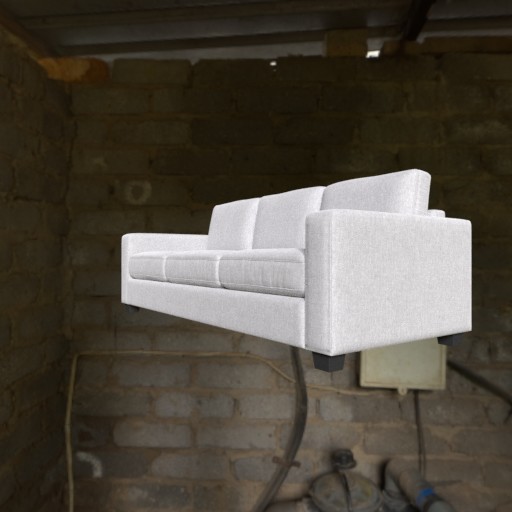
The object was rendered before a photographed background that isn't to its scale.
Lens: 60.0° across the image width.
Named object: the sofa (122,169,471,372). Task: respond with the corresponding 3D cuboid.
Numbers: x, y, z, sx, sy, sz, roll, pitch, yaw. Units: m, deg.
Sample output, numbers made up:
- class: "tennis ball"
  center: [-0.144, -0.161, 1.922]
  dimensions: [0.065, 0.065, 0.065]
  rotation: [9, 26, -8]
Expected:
- class: "sofa"
  center: [0.000, 0.000, 2.587]
  dimensions: [0.900, 0.800, 2.120]
  rotation: [0, 0, -35]
